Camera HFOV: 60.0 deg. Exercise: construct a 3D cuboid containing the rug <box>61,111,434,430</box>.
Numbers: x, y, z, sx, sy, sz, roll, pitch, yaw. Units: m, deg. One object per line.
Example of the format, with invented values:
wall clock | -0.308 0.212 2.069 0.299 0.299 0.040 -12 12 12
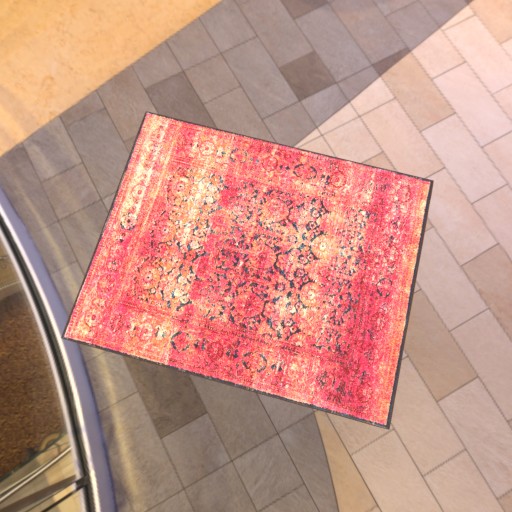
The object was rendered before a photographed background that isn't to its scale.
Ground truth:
rug | 0.000 0.000 4.220 3.032 0.020 2.411 14 76 4
